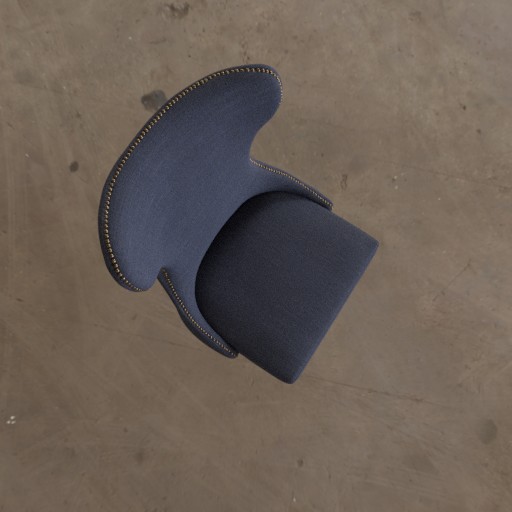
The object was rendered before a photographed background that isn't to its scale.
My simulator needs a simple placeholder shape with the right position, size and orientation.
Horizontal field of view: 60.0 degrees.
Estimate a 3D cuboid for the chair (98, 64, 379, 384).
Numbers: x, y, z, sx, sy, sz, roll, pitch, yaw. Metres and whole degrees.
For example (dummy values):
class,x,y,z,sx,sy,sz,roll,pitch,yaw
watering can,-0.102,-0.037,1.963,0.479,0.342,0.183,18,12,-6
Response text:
class,x,y,z,sx,sy,sz,roll,pitch,yaw
chair,0.000,0.000,1.393,0.635,0.967,0.628,33,79,7
